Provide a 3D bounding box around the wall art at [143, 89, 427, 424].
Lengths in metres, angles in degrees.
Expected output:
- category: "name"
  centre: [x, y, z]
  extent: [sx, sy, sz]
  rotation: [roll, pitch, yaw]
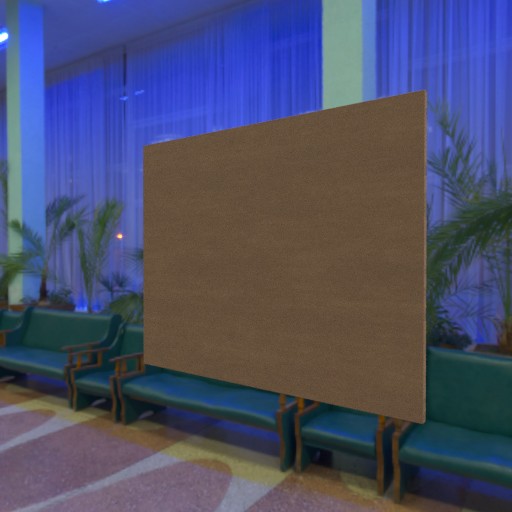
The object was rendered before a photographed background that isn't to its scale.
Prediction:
- category: "wall art"
  centre: [0.000, 0.000, 0.691]
  extent: [0.508, 0.408, 0.012]
  rotation: [1, 1, 35]
